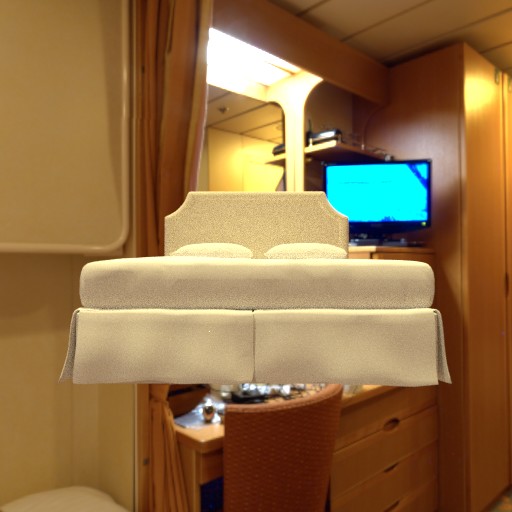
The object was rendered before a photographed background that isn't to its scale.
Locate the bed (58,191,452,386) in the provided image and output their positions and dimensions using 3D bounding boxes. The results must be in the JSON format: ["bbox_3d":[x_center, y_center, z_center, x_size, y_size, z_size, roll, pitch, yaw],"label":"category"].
[{"bbox_3d":[0.000,0.000,3.984,2.350,1.590,2.773,0,-1,0],"label":"bed"}]
